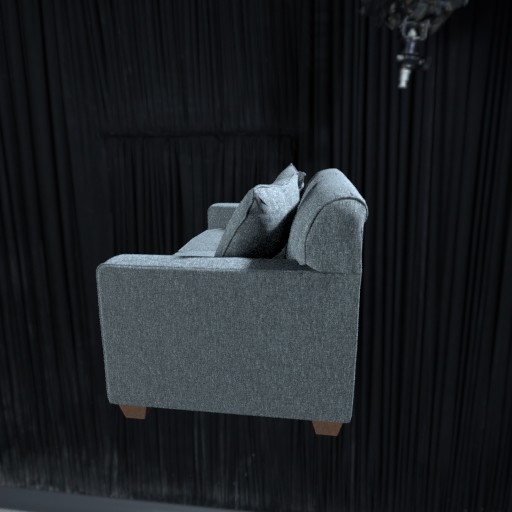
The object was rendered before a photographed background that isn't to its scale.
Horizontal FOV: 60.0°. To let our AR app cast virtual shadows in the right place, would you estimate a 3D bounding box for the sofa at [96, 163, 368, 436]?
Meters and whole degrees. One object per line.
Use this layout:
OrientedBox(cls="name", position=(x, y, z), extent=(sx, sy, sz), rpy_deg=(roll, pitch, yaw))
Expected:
OrientedBox(cls="sofa", position=(0.000, 0.000, 2.461), extent=(0.998, 0.958, 1.846), rpy_deg=(2, 14, 8))
